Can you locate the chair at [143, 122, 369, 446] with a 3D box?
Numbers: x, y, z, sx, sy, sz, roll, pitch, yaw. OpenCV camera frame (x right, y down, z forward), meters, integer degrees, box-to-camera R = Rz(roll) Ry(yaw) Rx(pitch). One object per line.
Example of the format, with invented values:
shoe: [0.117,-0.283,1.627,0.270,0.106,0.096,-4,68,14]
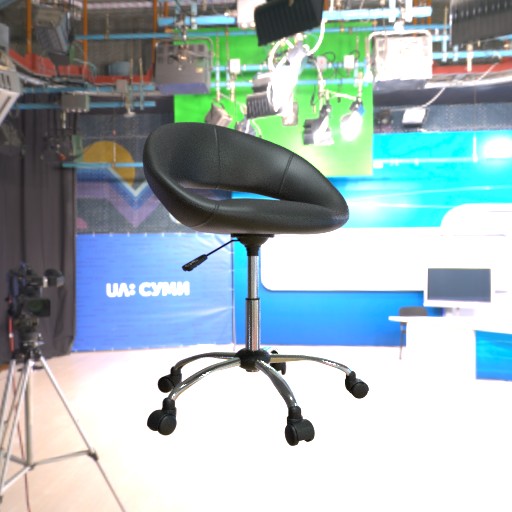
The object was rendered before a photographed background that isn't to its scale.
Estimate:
chair: [0.000,0.000,1.171,0.612,0.791,0.538,-1,1,-35]
